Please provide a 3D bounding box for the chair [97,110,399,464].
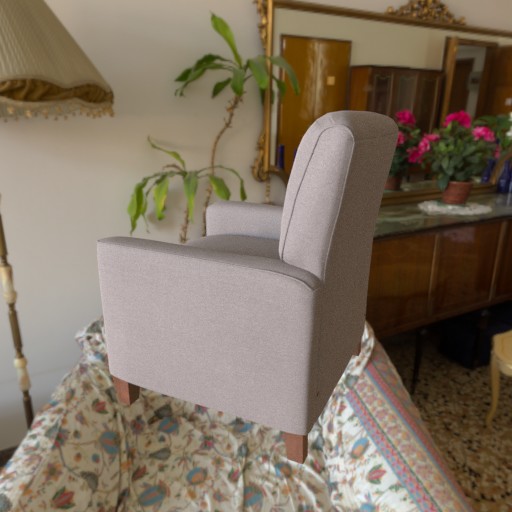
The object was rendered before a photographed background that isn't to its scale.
[{"bbox_3d":[0.000,0.000,1.654,0.859,1.023,0.845,8,19,24],"label":"chair"}]
